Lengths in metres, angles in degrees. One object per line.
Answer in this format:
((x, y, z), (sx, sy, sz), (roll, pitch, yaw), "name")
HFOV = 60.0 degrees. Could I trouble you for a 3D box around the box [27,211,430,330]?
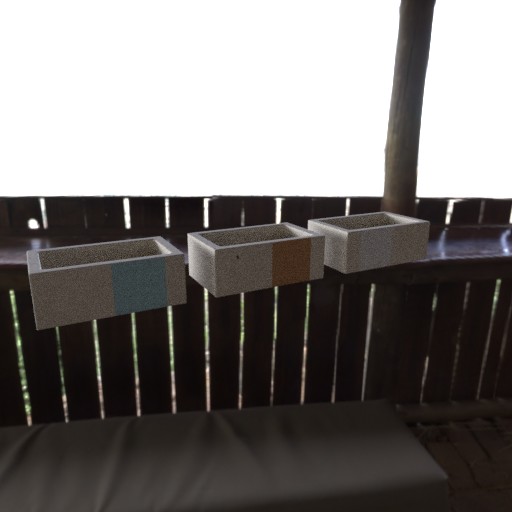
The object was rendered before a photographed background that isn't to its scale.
((0.000, 0.000, 0.506), (0.461, 0.051, 0.082), (-8, 18, -26), "box")
